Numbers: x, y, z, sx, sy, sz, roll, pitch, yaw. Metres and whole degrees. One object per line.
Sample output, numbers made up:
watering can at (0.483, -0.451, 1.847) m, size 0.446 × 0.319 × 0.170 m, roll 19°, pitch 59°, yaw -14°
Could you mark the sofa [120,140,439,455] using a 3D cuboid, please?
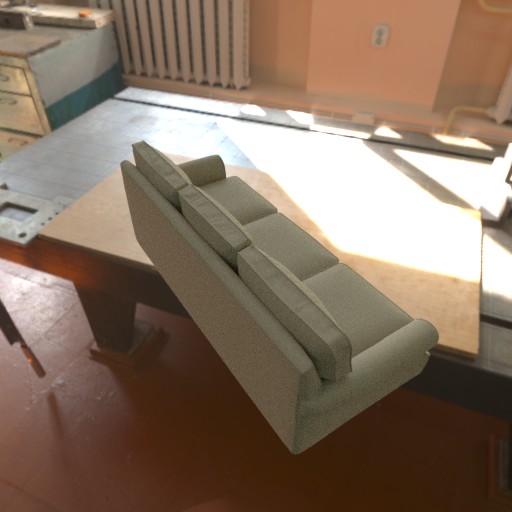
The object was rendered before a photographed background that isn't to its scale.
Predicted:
sofa at (0.000, 0.000, 2.911) m, size 0.966 × 0.948 × 2.354 m, roll -23°, pitch 45°, yaw -25°
